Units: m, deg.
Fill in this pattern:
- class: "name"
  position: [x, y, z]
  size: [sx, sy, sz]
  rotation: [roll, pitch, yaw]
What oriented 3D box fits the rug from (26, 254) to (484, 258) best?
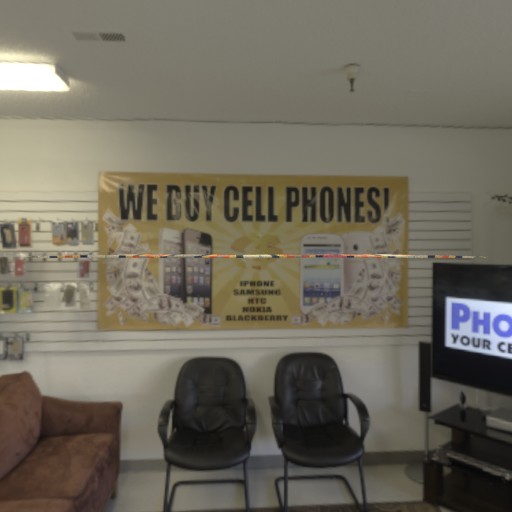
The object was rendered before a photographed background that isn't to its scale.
- class: "rug"
  position: [0.000, 0.000, 2.678]
  size: [2.455, 0.017, 0.695]
  rotation: [0, 1, -1]
